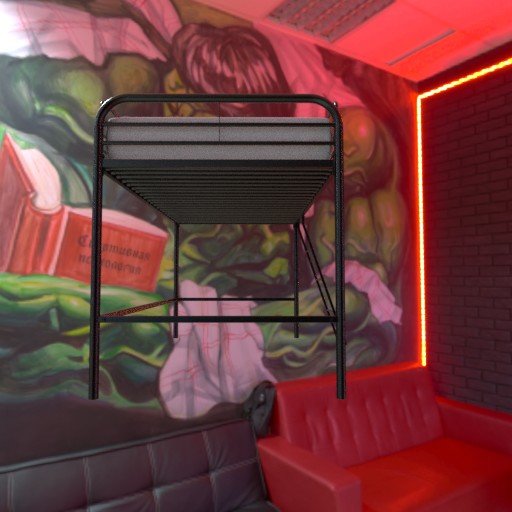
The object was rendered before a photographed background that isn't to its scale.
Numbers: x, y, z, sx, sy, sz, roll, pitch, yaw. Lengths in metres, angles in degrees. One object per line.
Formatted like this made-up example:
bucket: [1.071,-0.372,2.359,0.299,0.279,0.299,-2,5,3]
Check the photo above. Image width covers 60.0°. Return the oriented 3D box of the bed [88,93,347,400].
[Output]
bed: [0.000,0.000,2.830,1.393,1.289,1.968,0,-3,0]
